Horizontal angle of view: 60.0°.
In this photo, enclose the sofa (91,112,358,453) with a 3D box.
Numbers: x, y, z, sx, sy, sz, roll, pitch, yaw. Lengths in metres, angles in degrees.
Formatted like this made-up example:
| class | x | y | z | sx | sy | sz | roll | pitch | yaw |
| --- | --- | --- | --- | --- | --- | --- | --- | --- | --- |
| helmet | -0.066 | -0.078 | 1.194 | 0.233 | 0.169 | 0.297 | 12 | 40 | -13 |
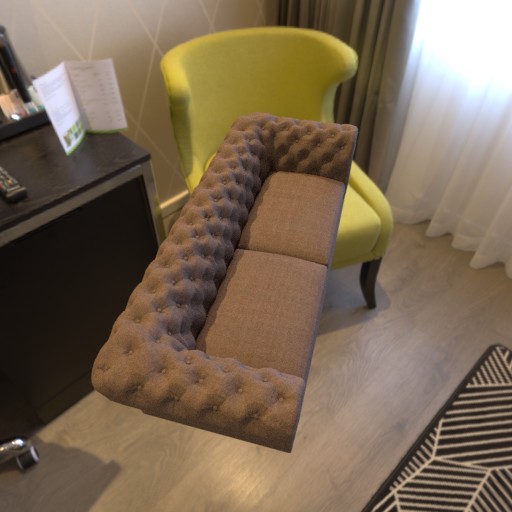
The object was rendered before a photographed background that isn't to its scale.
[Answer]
| class | x | y | z | sx | sy | sz | roll | pitch | yaw |
| --- | --- | --- | --- | --- | --- | --- | --- | --- | --- |
| sofa | 0.000 | 0.000 | 2.790 | 0.944 | 0.787 | 2.385 | 11 | 47 | 10 |
